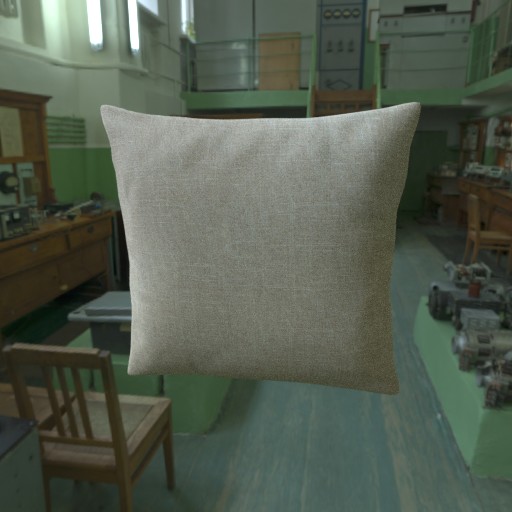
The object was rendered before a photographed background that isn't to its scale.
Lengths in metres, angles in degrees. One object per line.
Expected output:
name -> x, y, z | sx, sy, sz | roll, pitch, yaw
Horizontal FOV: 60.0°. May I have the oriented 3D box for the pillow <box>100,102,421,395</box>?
pillow -> 0.000, 0.000, 0.775 | 0.523, 0.506, 0.166 | 2, 15, 8
